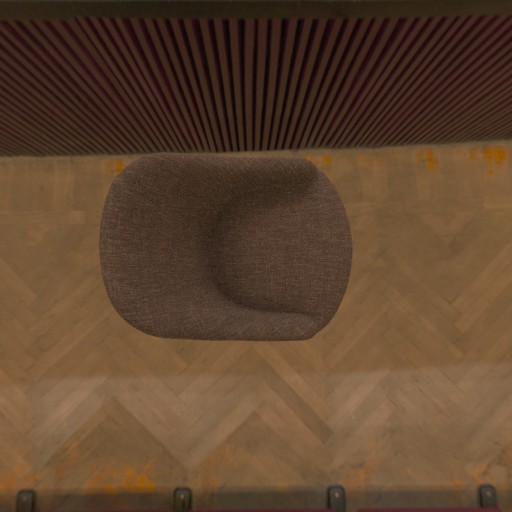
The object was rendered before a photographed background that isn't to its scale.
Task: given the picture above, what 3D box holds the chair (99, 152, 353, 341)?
[{"bbox_3d":[0.000,0.000,1.455,0.712,0.950,0.671,0,89,-1],"label":"chair"}]
